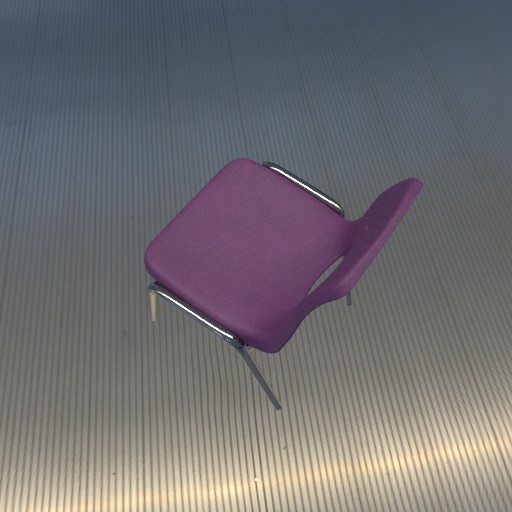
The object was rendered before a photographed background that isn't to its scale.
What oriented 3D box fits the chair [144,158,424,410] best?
[{"bbox_3d":[0.000,0.000,0.907,0.432,0.654,0.381,33,68,16],"label":"chair"}]
